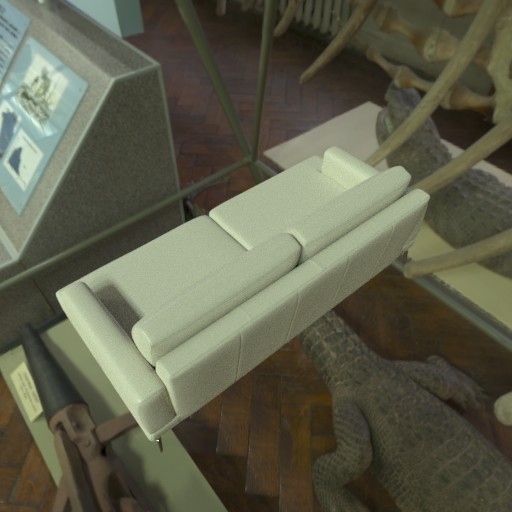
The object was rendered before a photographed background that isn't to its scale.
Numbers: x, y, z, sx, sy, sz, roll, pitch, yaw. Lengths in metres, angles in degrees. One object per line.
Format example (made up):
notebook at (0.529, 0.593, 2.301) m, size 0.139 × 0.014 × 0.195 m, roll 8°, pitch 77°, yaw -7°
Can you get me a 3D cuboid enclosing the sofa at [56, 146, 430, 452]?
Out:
sofa at (0.000, 0.000, 2.454) m, size 1.940 × 0.765 × 0.974 m, roll -32°, pitch 55°, yaw -26°
